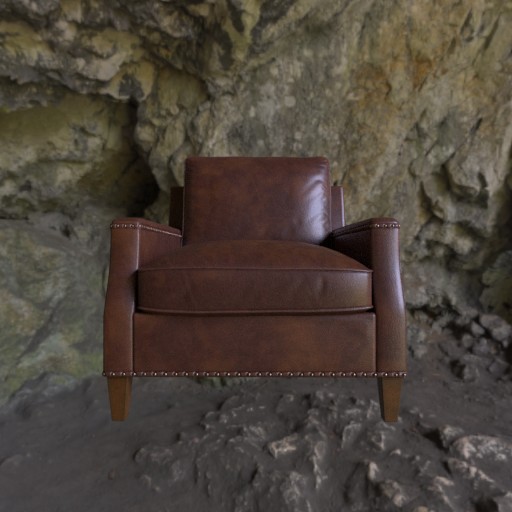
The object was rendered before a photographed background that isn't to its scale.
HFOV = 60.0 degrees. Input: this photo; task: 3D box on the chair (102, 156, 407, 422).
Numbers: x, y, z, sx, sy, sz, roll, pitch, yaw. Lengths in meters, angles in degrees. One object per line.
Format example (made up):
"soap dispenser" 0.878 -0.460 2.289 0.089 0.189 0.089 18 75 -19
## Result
"chair" 0.000 0.000 1.698 0.853 0.929 1.014 0 0 1
